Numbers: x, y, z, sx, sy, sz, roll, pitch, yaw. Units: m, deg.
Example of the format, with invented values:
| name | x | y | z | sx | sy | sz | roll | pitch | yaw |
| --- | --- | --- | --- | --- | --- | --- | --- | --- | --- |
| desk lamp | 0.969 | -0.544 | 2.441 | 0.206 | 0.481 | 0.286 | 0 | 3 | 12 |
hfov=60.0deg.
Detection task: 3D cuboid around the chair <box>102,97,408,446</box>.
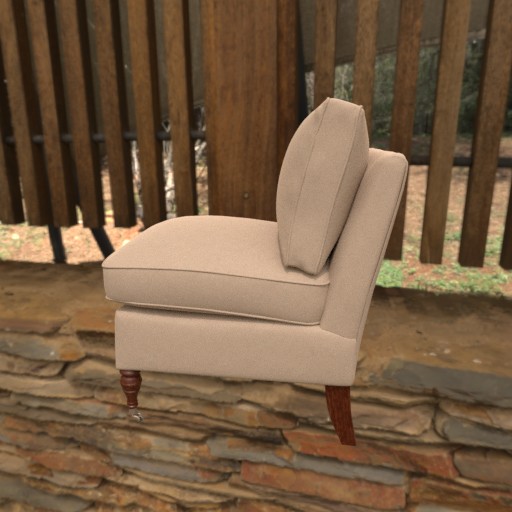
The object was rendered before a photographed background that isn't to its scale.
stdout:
| name | x | y | z | sx | sy | sz | roll | pitch | yaw |
| --- | --- | --- | --- | --- | --- | --- | --- | --- | --- |
| chair | 0.000 | 0.000 | 1.643 | 0.912 | 1.052 | 0.724 | 2 | 15 | 8 |
